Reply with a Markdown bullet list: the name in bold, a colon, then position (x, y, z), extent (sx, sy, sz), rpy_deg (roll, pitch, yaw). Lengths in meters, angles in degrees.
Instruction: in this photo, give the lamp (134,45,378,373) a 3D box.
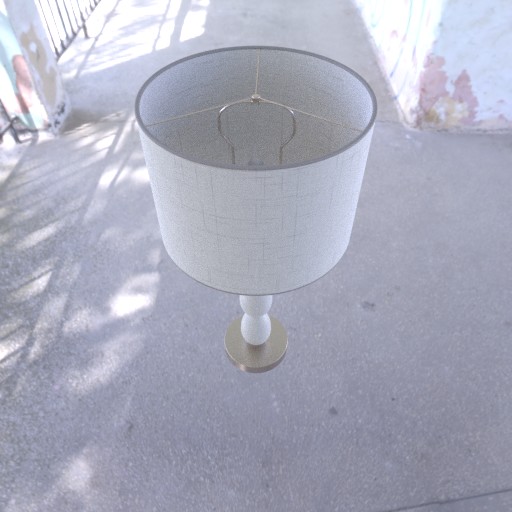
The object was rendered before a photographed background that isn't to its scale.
- **lamp**: position (0.000, 0.000, 0.725), extent (0.282, 0.559, 0.280), rpy_deg (2, 48, 2)
